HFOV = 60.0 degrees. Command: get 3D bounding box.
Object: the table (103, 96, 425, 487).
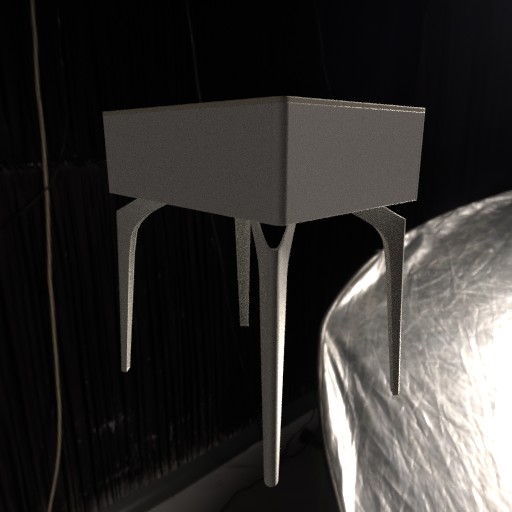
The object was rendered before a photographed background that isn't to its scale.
[{"bbox_3d":[0.000,0.000,0.913,0.400,0.570,0.500,-14,20,-41],"label":"table"}]
